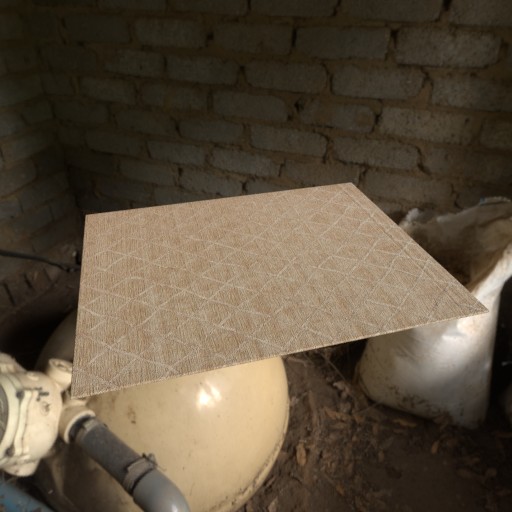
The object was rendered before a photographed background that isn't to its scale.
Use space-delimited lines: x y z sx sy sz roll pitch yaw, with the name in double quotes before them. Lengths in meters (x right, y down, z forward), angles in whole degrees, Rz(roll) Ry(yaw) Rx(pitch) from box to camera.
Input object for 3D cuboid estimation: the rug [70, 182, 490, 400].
"rug" 0.000 0.000 4.017 3.039 0.019 2.420 -9 35 -13
